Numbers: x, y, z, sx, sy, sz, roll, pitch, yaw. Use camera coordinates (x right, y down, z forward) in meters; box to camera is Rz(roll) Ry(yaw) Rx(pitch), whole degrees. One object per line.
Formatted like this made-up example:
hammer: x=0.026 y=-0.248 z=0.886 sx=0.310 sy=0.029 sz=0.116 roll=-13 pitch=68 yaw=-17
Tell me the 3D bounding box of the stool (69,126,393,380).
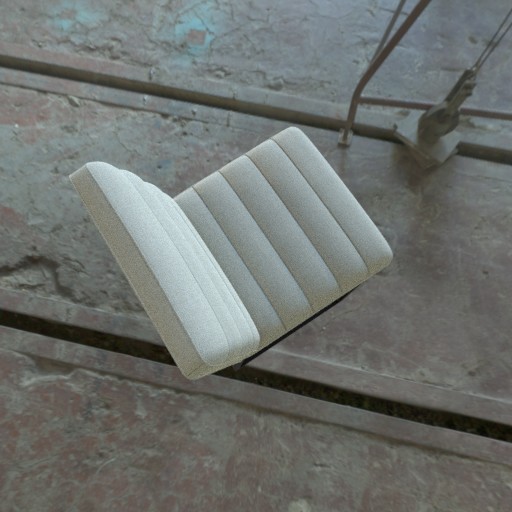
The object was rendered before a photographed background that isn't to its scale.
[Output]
stool: x=0.000 y=0.000 z=1.256 sx=0.560 sy=0.940 sz=0.460 roll=-32 pitch=77 yaw=-8
